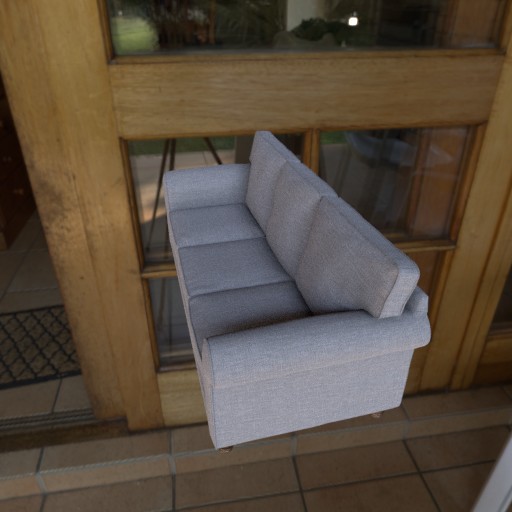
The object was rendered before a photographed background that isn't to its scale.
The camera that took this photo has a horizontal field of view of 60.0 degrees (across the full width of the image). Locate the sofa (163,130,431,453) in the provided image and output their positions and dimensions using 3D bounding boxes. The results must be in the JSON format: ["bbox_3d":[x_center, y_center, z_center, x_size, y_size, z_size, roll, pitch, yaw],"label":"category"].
[{"bbox_3d":[0.000,0.000,2.601,0.916,0.961,2.084,-8,31,-13],"label":"sofa"}]
